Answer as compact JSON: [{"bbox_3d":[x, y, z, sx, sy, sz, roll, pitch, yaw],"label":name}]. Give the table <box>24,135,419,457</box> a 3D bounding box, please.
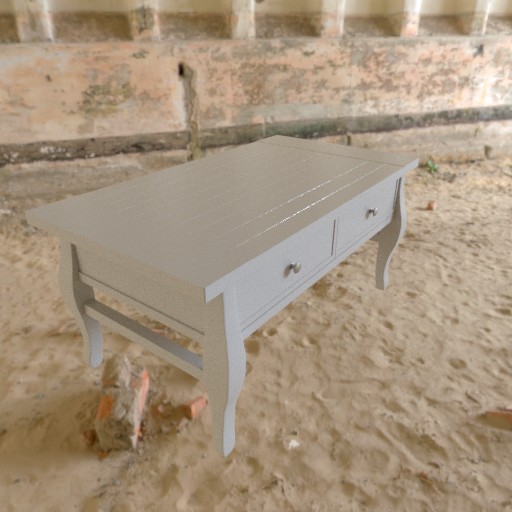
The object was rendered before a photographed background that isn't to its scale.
[{"bbox_3d":[0.000,0.000,1.390,0.600,0.495,1.062,19,33,32],"label":"table"}]
